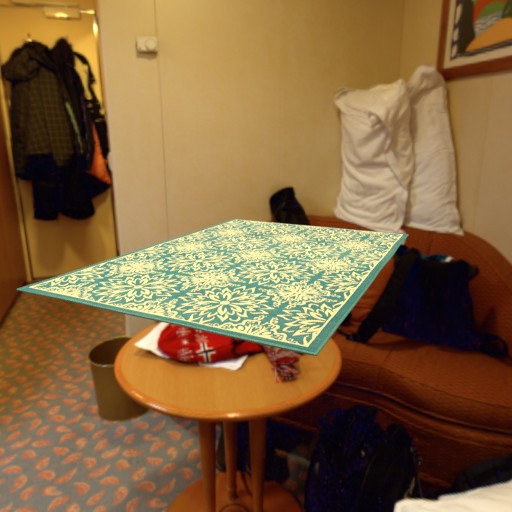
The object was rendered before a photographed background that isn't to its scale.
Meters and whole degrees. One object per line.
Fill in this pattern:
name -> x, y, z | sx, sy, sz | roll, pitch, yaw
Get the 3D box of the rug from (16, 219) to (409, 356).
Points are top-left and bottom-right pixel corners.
rug -> 0.000, 0.000, 2.810 | 1.554, 0.012, 2.205 | 7, 16, 25
